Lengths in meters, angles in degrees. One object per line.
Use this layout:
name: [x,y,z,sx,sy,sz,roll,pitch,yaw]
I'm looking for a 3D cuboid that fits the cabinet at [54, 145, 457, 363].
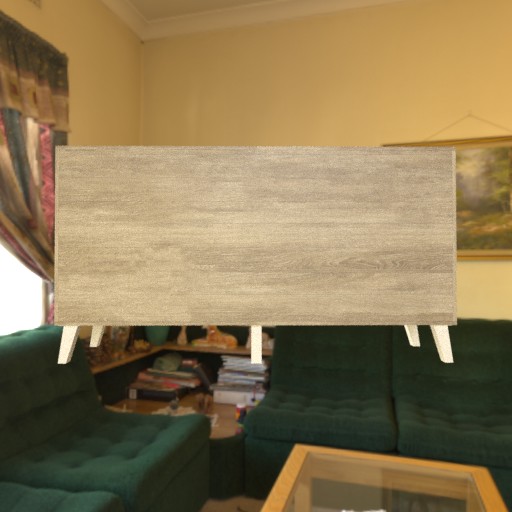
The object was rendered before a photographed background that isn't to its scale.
cabinet: [0.000,0.000,1.990,1.600,0.870,0.450,0,-1,-1]
